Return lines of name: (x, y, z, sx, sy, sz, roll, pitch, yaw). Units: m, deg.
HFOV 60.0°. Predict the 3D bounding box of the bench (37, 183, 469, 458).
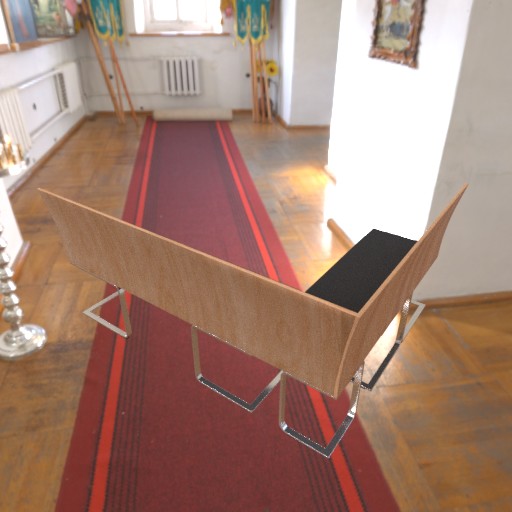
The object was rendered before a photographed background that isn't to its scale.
bench: (0.000, 0.000, 2.755, 1.945, 0.930, 1.495, 20, 37, 30)
